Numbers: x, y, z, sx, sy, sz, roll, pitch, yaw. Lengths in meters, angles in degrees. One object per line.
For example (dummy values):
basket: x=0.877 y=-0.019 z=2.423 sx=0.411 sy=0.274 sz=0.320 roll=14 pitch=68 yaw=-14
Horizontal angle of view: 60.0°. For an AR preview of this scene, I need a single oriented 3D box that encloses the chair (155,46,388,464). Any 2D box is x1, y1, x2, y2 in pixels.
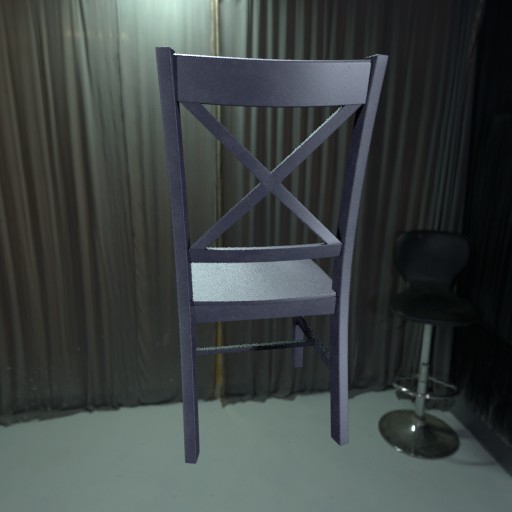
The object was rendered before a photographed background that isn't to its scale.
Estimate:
chair: x=0.000 y=0.000 z=1.258 sx=0.485 sy=0.983 sz=0.542 roll=-3 pitch=15 yaw=-10
